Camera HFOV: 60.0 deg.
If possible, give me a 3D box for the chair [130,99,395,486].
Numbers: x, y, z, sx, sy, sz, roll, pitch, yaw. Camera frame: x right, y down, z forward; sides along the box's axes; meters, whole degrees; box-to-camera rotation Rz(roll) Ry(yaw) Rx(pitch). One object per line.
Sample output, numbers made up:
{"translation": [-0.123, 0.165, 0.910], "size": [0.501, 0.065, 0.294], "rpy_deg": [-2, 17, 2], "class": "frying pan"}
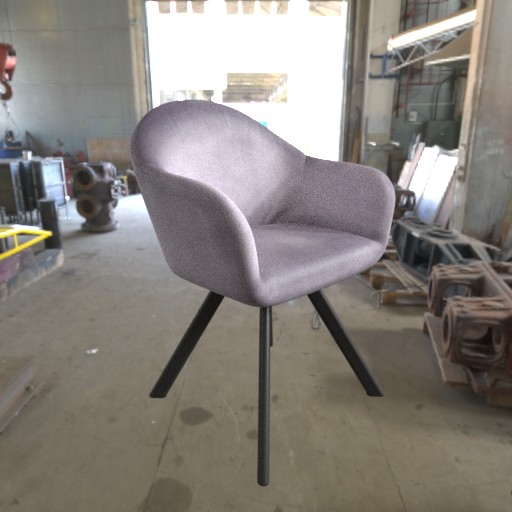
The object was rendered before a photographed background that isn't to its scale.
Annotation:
{"translation": [0.000, 0.000, 1.143], "size": [0.570, 0.780, 0.540], "rpy_deg": [-15, 22, -42], "class": "chair"}
